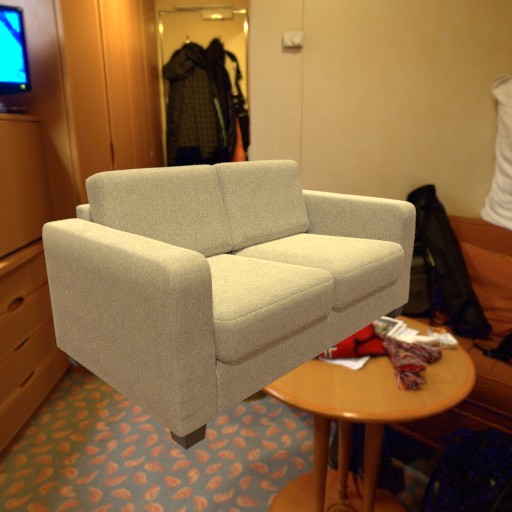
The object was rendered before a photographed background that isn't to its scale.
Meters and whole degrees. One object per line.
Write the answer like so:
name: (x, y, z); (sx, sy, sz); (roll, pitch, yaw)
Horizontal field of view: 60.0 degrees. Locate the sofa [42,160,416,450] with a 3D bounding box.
sofa: (0.000, 0.000, 2.015); (0.900, 0.800, 1.540); (14, 21, 41)
